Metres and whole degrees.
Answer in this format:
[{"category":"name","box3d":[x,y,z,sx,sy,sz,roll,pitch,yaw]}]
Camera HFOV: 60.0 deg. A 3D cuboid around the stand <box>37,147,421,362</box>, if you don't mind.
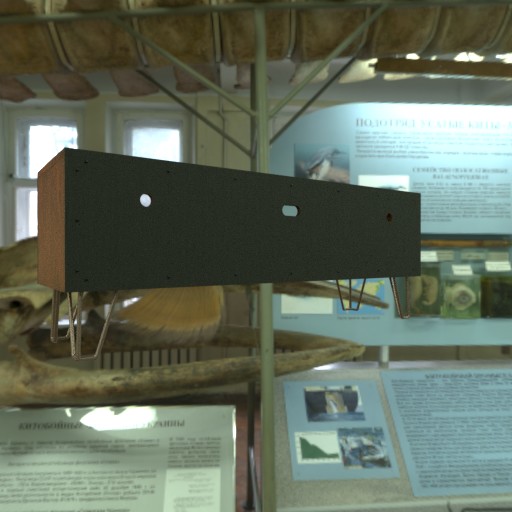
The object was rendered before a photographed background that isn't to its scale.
[{"category":"stand","box3d":[0.000,0.000,1.892,1.626,0.610,0.481,0,0,-35]}]
